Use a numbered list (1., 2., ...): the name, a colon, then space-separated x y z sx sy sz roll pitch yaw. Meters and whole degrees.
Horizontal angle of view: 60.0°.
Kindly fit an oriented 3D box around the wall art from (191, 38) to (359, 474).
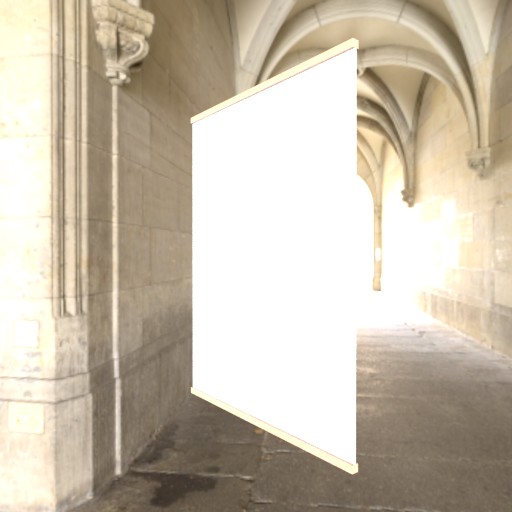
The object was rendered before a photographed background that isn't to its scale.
1. wall art: 0.000 0.000 0.803 0.012 0.608 0.459 0 0 -37
